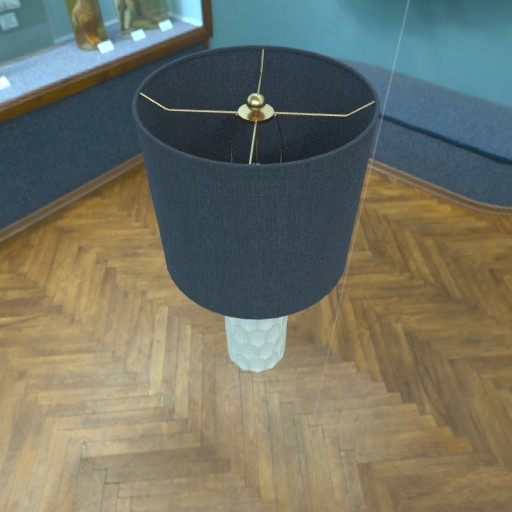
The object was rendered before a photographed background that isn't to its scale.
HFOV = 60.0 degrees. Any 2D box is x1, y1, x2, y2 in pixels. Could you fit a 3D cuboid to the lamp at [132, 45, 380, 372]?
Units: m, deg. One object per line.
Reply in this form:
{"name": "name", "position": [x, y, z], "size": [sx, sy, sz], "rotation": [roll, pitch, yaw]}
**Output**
{"name": "lamp", "position": [0.000, 0.000, 0.698], "size": [0.277, 0.537, 0.277], "rotation": [34, 55, 27]}
